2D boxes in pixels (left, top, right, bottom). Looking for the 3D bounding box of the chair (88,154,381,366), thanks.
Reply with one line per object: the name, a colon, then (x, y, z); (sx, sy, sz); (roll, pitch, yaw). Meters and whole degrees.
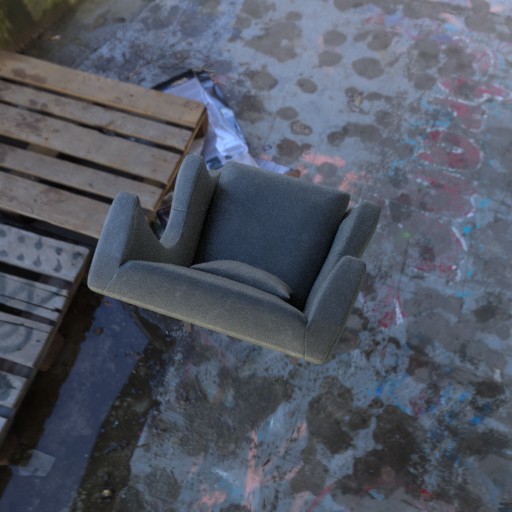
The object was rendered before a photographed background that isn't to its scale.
chair: (0.000, 0.000, 1.771); (0.853, 1.016, 0.926); (16, 64, 8)
